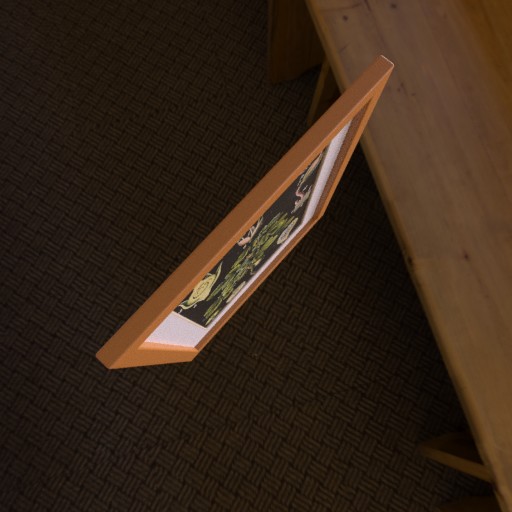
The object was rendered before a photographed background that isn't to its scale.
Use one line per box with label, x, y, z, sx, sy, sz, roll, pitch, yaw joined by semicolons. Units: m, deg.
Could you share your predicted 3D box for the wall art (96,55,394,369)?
wall art;0.000;0.000;0.506;0.015;0.379;0.310;41;81;8
